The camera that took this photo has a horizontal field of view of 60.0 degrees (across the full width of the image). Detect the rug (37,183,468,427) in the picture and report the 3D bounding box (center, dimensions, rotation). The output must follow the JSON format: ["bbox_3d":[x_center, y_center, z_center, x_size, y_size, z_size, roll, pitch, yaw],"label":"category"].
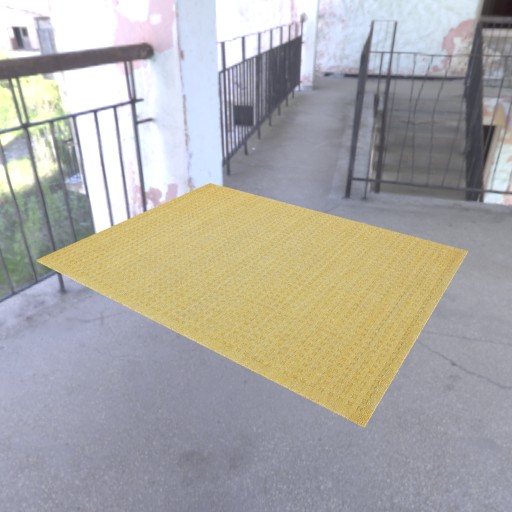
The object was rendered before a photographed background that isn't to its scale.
[{"bbox_3d":[0.000,0.000,4.196,3.242,0.015,2.486,19,35,30],"label":"rug"}]
